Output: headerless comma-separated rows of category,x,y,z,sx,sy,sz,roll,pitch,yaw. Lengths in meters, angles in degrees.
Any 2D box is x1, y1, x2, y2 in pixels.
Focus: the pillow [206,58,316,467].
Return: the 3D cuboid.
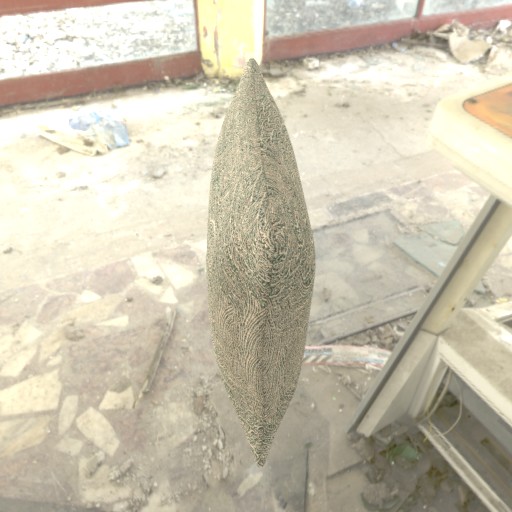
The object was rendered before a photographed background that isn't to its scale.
pillow,0.000,0.000,0.782,0.166,0.507,0.526,-2,42,-2
